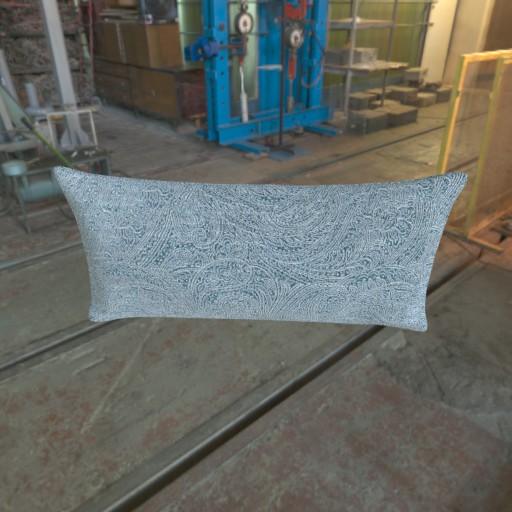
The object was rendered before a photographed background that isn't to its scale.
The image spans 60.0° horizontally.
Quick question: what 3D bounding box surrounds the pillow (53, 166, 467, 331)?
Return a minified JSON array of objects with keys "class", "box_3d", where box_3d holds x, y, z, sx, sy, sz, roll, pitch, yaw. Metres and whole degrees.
[{"class":"pillow","box_3d":[0.000,0.000,0.728,0.615,0.295,0.151,1,30,3]}]
